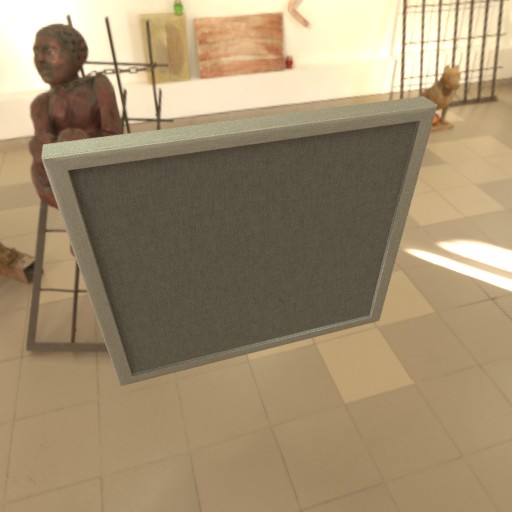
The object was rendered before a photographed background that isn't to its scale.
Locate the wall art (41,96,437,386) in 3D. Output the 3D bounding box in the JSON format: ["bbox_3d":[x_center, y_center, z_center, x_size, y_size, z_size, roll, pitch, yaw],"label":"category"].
[{"bbox_3d":[0.000,0.000,0.526,0.380,0.330,0.028,-11,42,-13],"label":"wall art"}]
